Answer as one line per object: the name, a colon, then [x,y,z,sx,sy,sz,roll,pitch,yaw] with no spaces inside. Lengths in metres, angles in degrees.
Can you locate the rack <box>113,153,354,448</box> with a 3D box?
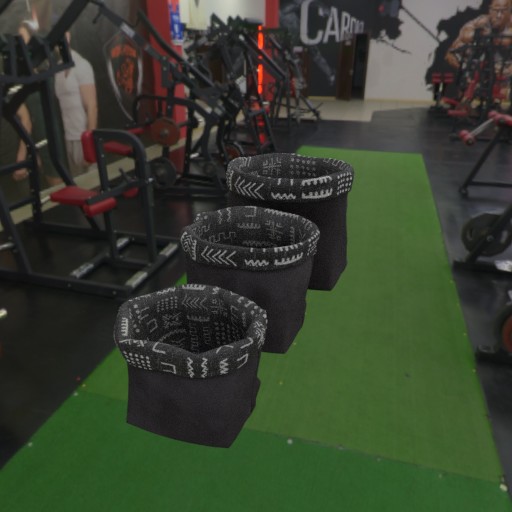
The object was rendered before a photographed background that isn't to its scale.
rack: [0.000,0.000,1.075,0.379,0.323,0.905,8,27,16]
